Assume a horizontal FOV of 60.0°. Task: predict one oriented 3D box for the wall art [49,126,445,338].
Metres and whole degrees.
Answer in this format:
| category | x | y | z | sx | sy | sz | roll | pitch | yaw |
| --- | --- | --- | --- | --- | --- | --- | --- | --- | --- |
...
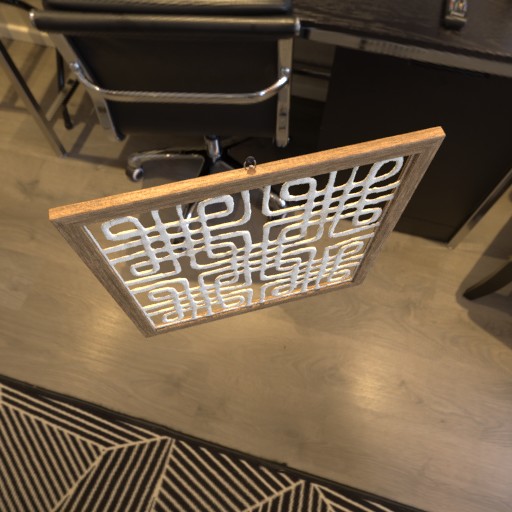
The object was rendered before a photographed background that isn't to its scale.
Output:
| category | x | y | z | sx | sy | sz | roll | pitch | yaw |
| --- | --- | --- | --- | --- | --- | --- | --- | --- | --- |
| wall art | 0.000 | 0.000 | 0.853 | 0.561 | 0.582 | 0.021 | -13 | 65 | -6 |
